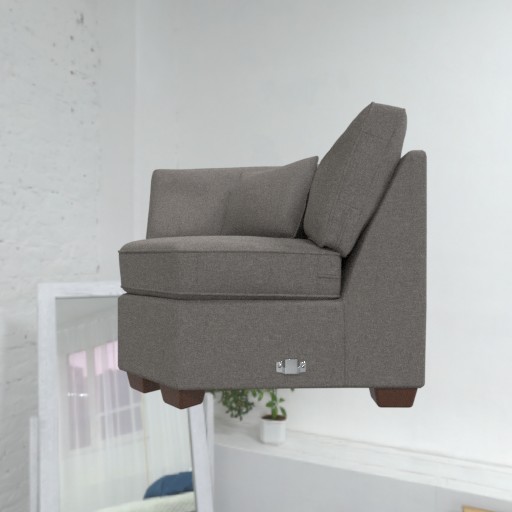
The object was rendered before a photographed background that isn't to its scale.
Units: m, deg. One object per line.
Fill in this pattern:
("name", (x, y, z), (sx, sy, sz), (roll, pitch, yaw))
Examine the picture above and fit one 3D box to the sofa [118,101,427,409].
("sofa", (0.000, 0.000, 1.836), (1.050, 0.951, 1.042), (0, 0, 1))
